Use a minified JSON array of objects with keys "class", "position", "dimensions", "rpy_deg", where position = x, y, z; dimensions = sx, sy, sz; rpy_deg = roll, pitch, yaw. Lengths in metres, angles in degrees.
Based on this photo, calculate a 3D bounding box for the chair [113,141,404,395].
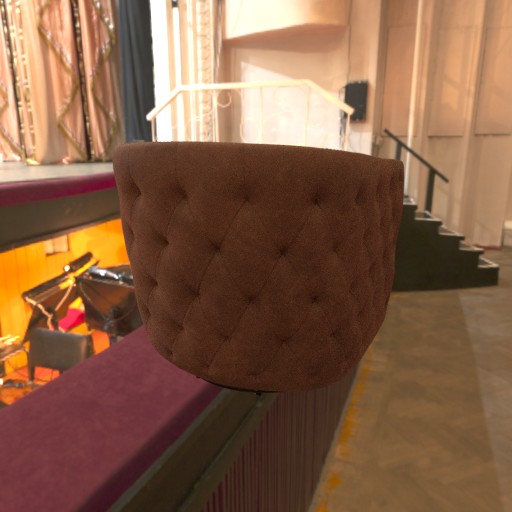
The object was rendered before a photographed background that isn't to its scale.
[{"class":"chair","position":[0.000,0.000,1.558],"dimensions":[0.850,0.790,0.870],"rpy_deg":[8,17,26]}]
